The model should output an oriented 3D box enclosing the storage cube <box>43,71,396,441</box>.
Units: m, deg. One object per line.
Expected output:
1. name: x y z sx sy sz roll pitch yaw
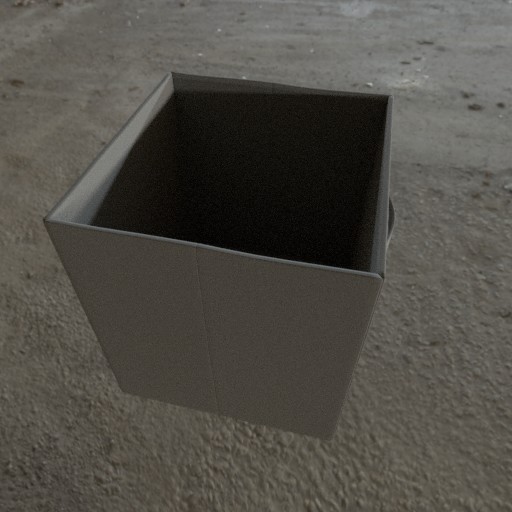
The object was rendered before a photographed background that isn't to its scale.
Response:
1. storage cube: 0.000 0.000 0.498 0.270 0.280 0.270 10 47 9
